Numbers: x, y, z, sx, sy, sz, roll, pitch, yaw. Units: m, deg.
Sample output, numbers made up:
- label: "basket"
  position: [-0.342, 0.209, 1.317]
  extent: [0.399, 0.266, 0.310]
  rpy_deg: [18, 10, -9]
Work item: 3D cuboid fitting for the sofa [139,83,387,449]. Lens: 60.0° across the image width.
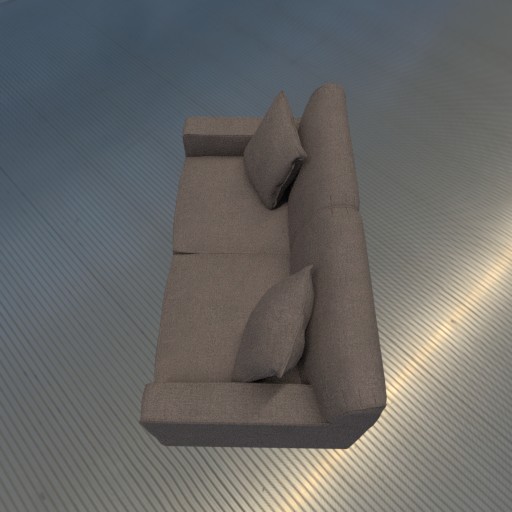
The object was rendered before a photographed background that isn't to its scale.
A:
- label: "sofa"
  position: [0.000, 0.000, 2.415]
  extent: [1.000, 0.958, 1.846]
  rpy_deg: [1, 58, 0]
